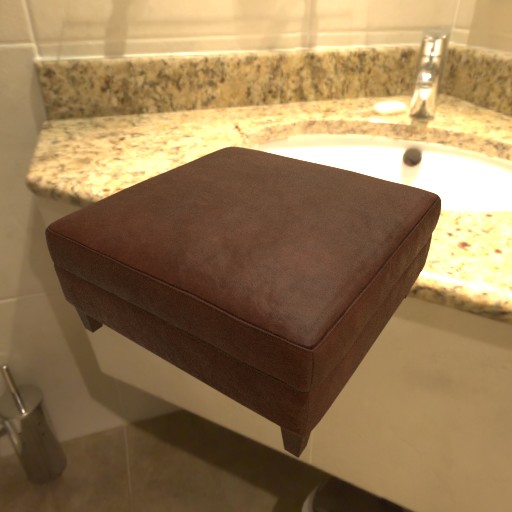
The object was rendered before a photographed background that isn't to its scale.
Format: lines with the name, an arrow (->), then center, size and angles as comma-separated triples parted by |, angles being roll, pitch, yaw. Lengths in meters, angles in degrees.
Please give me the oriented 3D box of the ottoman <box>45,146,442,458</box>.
ottoman -> 0.000, 0.000, 1.327 | 0.844, 0.415, 0.836 | 21, 38, 29
